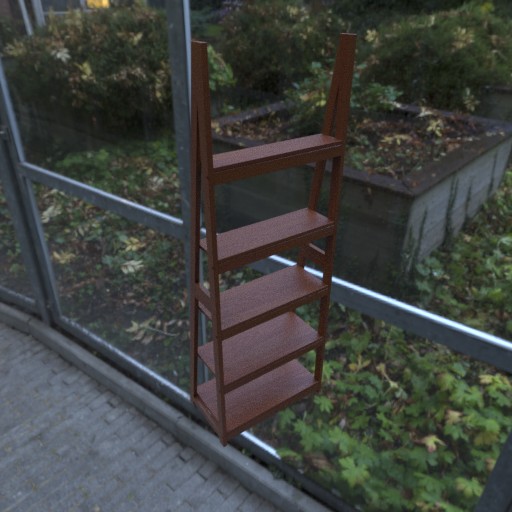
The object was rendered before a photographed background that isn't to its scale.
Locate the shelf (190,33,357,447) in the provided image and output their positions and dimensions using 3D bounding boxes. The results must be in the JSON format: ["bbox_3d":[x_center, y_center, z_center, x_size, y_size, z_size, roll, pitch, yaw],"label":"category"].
[{"bbox_3d":[0.000,0.000,1.988,0.630,1.780,0.356,-19,35,-29],"label":"shelf"}]
